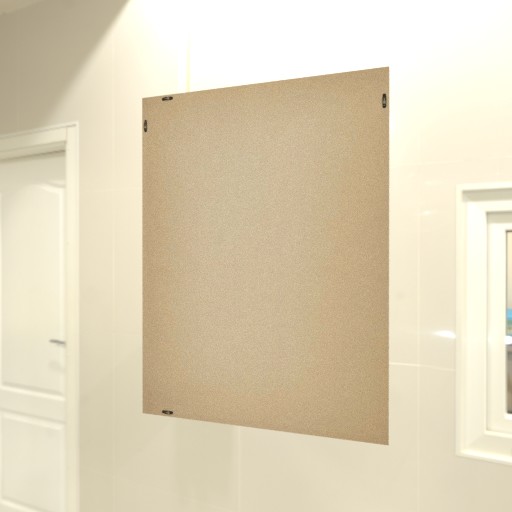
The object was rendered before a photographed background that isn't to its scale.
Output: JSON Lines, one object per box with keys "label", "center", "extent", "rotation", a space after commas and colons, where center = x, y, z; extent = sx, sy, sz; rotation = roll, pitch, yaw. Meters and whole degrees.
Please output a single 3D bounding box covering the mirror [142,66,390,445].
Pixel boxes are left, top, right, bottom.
{"label": "mirror", "center": [0.000, 0.000, 1.323], "extent": [0.762, 1.016, 0.041], "rotation": [0, 0, 18]}
